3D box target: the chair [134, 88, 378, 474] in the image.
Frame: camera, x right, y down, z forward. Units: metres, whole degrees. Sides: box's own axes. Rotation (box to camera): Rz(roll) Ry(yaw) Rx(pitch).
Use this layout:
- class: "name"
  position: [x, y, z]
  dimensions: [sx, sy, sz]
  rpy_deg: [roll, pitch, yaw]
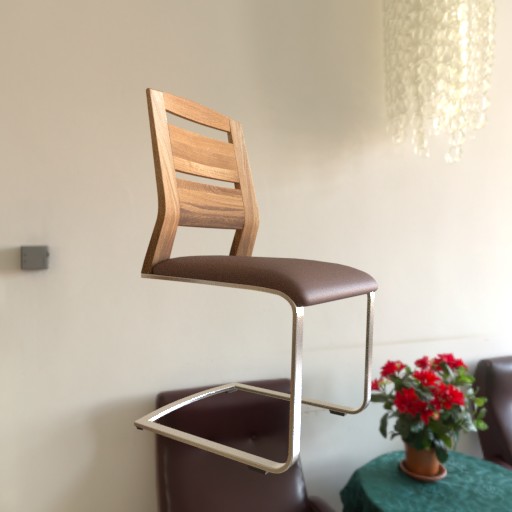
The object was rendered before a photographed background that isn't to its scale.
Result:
- class: "chair"
  position: [0.000, 0.000, 1.271]
  dimensions: [0.570, 0.970, 0.460]
  rpy_deg: [0, 1, 35]
